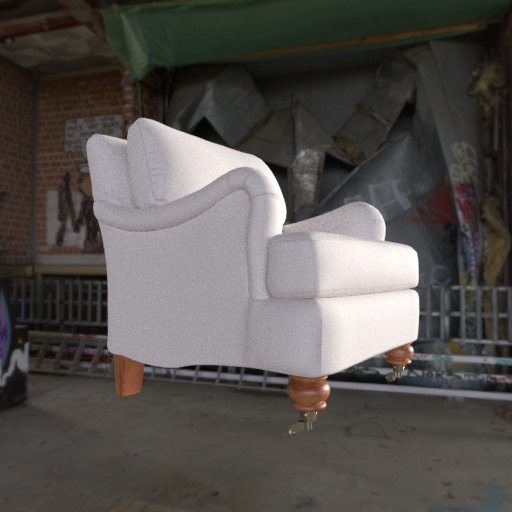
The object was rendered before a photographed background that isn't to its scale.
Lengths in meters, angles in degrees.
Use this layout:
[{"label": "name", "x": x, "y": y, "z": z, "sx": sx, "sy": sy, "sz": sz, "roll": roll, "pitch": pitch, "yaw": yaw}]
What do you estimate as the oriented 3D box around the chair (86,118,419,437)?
[{"label": "chair", "x": 0.000, "y": 0.000, "z": 1.787, "sx": 1.070, "sy": 1.038, "sz": 0.955, "roll": -1, "pitch": -2, "yaw": 37}]
